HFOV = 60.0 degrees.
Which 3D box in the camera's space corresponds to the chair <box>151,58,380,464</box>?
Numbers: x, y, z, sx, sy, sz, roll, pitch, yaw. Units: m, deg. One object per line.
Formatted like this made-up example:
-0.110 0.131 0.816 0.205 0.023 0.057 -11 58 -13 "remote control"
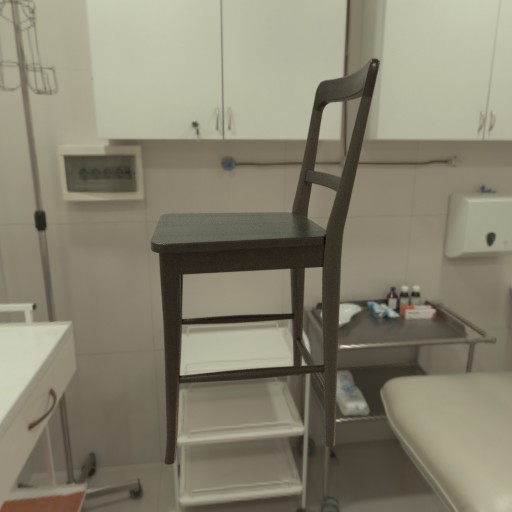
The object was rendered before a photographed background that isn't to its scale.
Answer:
0.000 0.000 1.262 0.546 0.991 0.450 -2 15 -8 "chair"
